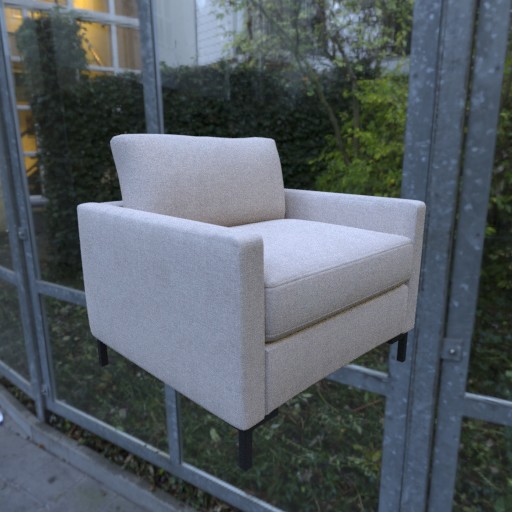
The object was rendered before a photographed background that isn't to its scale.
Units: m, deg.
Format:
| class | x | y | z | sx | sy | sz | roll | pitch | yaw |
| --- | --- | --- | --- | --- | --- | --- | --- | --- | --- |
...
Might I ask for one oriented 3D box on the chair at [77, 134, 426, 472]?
| class | x | y | z | sx | sy | sz | roll | pitch | yaw |
| --- | --- | --- | --- | --- | --- | --- | --- | --- | --- |
| chair | 0.000 | 0.000 | 1.621 | 0.963 | 0.861 | 0.866 | -14 | 19 | -43 |
